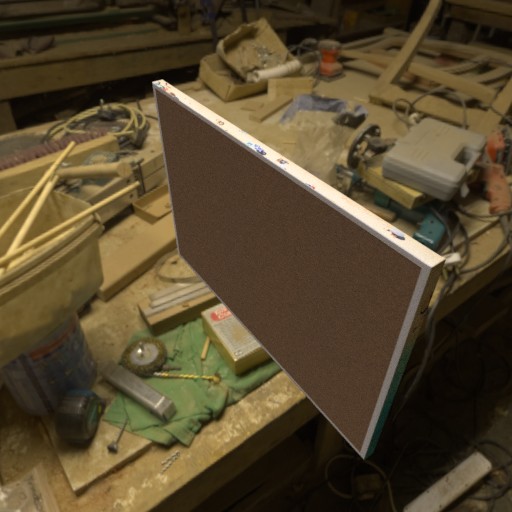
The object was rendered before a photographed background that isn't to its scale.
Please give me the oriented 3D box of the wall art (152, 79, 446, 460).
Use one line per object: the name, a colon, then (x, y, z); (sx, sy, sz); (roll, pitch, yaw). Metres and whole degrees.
wall art: (0.000, 0.000, 1.402); (0.040, 0.769, 1.136); (-25, 47, -26)
